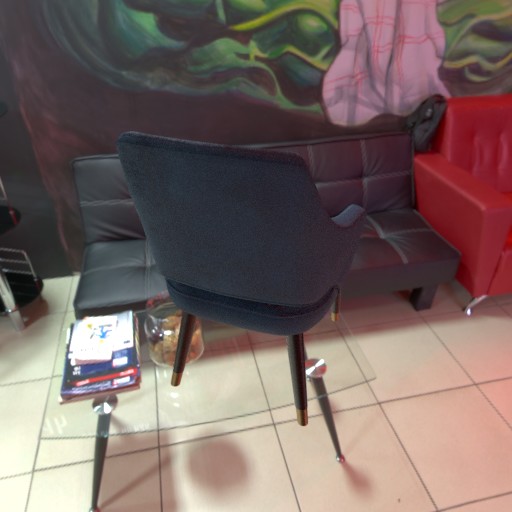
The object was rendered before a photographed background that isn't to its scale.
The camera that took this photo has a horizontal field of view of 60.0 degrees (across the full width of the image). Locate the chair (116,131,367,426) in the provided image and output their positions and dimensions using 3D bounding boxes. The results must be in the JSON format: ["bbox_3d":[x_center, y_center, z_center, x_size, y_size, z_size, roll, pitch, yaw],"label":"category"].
[{"bbox_3d":[0.000,0.000,1.594,0.683,1.081,0.794,11,35,17],"label":"chair"}]
